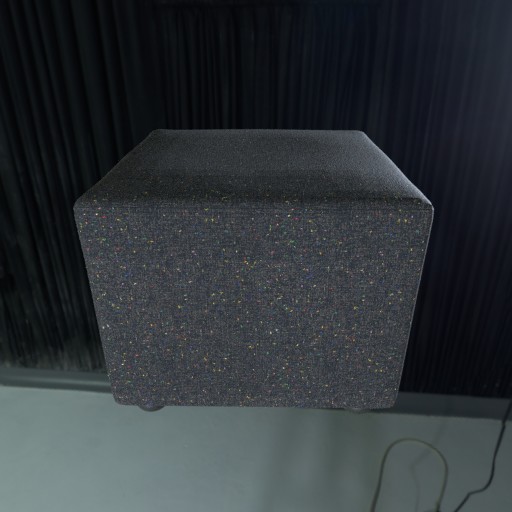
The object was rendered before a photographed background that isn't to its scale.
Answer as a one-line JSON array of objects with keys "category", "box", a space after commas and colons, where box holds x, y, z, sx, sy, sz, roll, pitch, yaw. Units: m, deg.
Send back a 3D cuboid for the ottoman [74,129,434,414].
[{"category": "ottoman", "box": [0.000, 0.000, 0.906, 0.508, 0.432, 0.508, 0, 27, 1]}]
